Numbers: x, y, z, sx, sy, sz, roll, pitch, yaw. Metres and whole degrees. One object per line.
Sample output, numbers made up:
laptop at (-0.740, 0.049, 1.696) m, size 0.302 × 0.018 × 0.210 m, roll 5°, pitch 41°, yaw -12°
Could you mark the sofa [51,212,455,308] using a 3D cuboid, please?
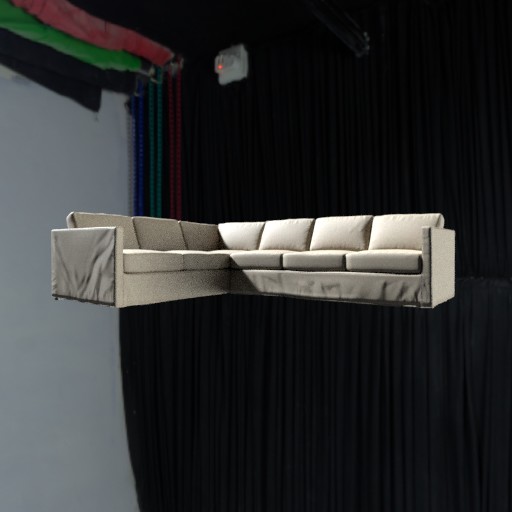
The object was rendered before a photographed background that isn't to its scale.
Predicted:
sofa at (0.000, 0.000, 4.361) m, size 3.182 × 0.871 × 2.432 m, roll 0°, pitch 1°, yaw 36°
